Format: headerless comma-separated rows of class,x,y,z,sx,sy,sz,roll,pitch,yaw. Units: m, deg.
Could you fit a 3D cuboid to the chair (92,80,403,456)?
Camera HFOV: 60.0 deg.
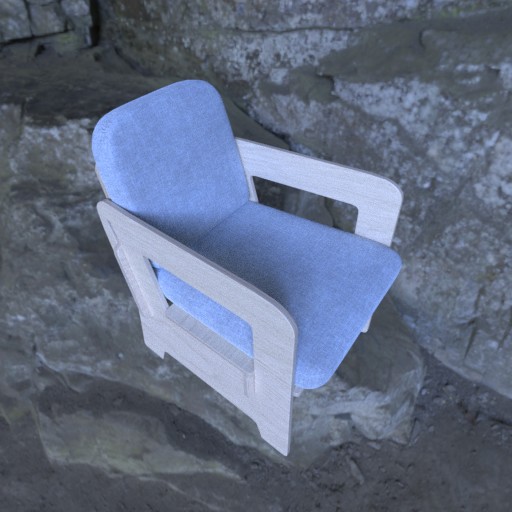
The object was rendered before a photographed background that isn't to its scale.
chair,0.000,0.000,1.264,0.710,0.800,0.590,24,46,26
